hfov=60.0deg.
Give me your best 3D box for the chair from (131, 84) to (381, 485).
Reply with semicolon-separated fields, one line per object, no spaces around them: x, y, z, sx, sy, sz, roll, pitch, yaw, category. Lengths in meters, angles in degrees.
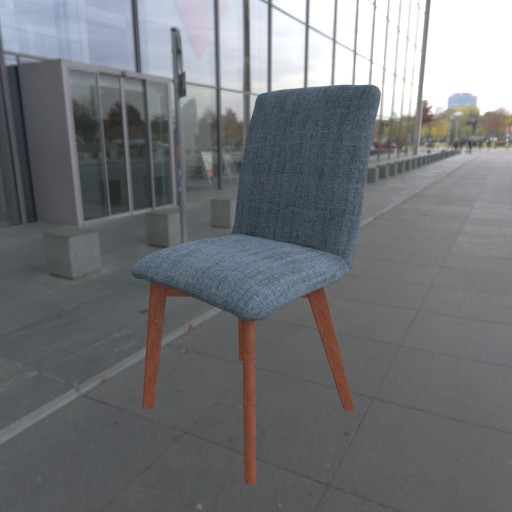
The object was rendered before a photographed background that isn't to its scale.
0.000;0.000;1.306;0.522;0.974;0.563;14;20;42;chair
